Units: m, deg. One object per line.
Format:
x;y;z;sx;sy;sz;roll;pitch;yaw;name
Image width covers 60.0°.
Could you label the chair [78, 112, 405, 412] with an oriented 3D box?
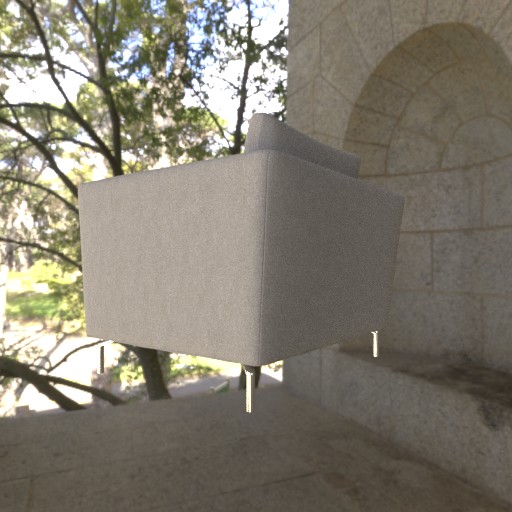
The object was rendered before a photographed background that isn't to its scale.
0.000;0.000;1.765;0.889;0.864;1.041;-1;-1;37;chair
